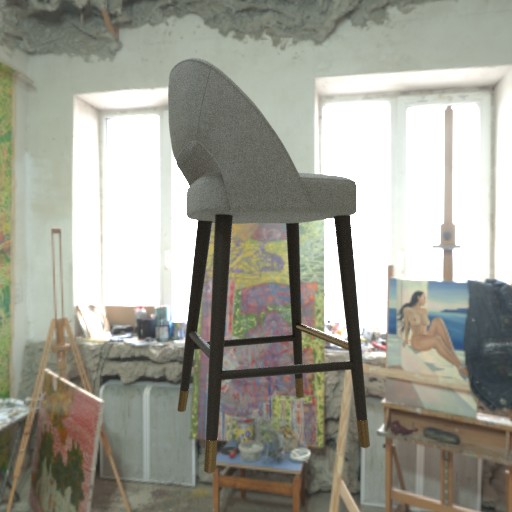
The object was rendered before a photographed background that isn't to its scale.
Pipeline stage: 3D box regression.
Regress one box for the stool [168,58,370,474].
[{"bbox_3d":[0.000,0.000,1.327,0.509,1.037,0.494,0,1,-19],"label":"stool"}]
